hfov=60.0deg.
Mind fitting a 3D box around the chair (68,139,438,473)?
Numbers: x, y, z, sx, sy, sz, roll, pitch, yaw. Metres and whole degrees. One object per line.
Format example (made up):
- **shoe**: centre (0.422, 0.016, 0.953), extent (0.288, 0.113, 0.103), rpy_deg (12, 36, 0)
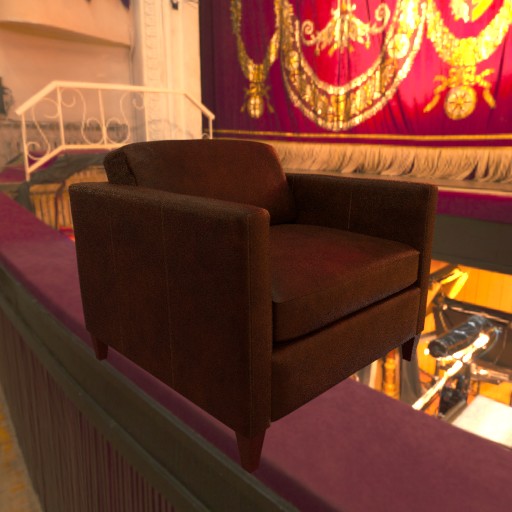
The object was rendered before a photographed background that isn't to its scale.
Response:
- **chair**: centre (0.000, 0.000, 1.685), extent (0.990, 0.864, 0.975), rpy_deg (-14, 20, -43)
